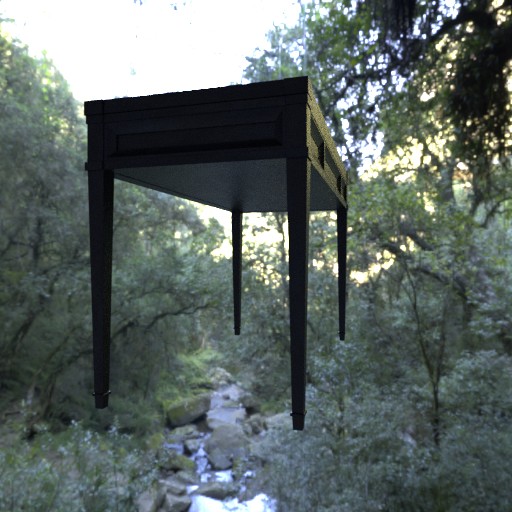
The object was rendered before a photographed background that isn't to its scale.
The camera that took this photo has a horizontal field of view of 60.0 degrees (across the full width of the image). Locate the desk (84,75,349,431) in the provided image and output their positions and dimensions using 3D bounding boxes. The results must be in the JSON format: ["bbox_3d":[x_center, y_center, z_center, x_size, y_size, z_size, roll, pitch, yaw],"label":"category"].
[{"bbox_3d":[0.000,0.000,1.765,0.630,0.861,1.289,0,0,16],"label":"desk"}]
